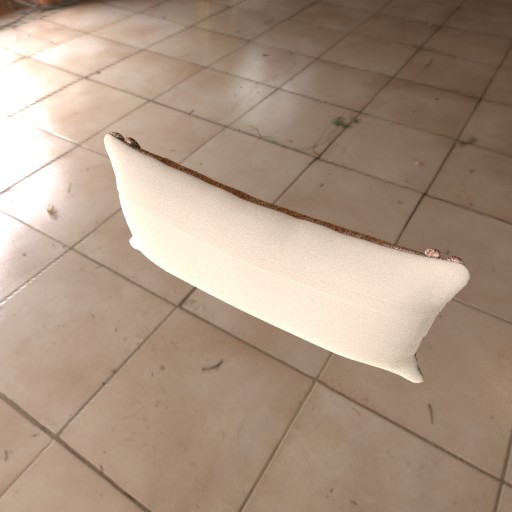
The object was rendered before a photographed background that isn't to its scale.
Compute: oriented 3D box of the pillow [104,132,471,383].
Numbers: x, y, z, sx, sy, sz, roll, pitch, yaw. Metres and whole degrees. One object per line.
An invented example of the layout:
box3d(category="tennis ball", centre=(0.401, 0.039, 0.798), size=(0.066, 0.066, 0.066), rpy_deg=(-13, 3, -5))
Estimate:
box3d(category="pillow", centre=(0.000, 0.000, 0.744), size=(0.635, 0.282, 0.139), rpy_deg=(23, 50, 21))
